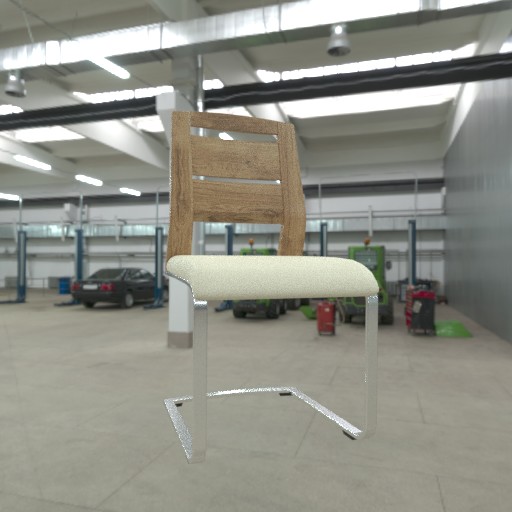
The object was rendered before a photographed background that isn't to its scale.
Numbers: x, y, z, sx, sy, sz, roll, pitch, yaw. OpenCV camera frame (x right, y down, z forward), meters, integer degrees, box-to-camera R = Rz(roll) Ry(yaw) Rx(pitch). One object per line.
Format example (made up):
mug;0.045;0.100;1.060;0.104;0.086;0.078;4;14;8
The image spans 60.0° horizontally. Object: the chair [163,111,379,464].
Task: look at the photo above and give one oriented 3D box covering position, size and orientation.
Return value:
chair;0.000;0.000;1.257;0.457;0.955;0.561;0;-1;-19
